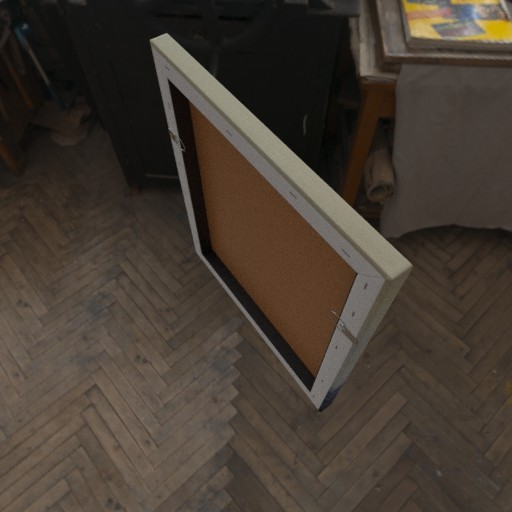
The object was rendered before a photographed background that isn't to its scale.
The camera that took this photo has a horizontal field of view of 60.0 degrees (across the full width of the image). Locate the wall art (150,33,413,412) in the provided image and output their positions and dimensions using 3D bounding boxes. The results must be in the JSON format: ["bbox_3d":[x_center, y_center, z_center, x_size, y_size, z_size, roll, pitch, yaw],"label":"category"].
[{"bbox_3d":[0.000,0.000,0.970,0.041,0.710,0.608,-32,63,-18],"label":"wall art"}]
